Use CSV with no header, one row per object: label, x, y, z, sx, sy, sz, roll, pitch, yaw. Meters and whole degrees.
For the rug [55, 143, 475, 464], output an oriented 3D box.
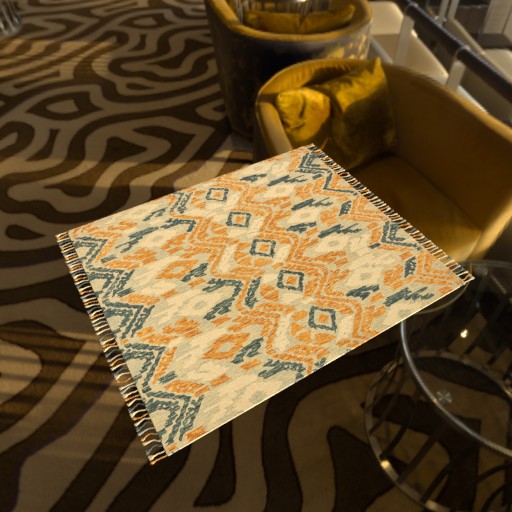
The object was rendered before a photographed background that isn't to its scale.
rug,0.000,0.000,4.083,3.048,0.010,2.439,-24,52,-20
